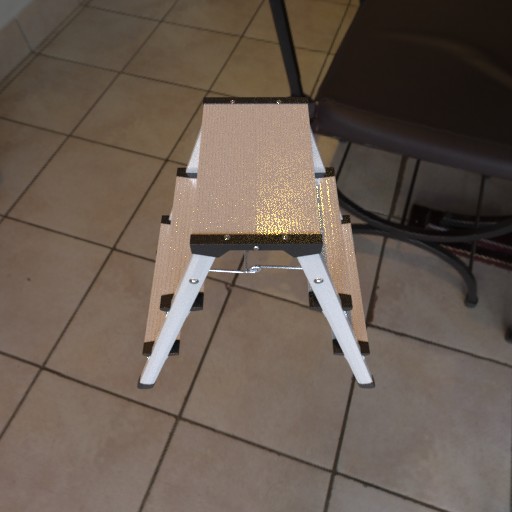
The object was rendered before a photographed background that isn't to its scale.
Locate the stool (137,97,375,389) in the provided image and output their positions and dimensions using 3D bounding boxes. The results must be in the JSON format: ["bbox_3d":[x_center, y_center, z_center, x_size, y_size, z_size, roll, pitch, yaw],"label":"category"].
[{"bbox_3d":[0.000,0.000,1.020,0.622,0.605,0.437,0,57,0],"label":"stool"}]
